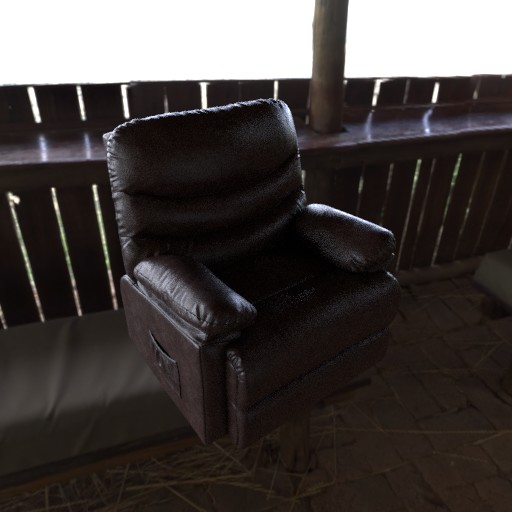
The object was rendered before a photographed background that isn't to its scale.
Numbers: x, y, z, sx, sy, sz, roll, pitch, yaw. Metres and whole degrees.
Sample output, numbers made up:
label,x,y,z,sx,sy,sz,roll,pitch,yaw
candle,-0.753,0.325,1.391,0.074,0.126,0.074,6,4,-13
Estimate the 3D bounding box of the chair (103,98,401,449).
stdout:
label,x,y,z,sx,sy,sz,roll,pitch,yaw
chair,0.000,0.000,1.750,0.940,1.041,0.879,-21,36,-31
